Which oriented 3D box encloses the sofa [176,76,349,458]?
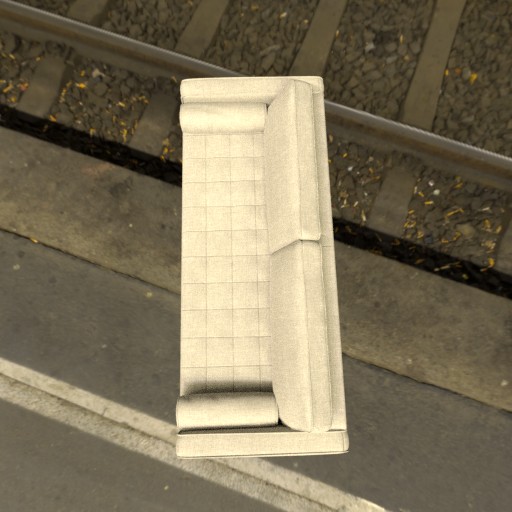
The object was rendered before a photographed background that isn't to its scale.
[{"bbox_3d":[0.000,0.000,2.685,0.914,0.762,2.211,-2,77,0],"label":"sofa"}]
